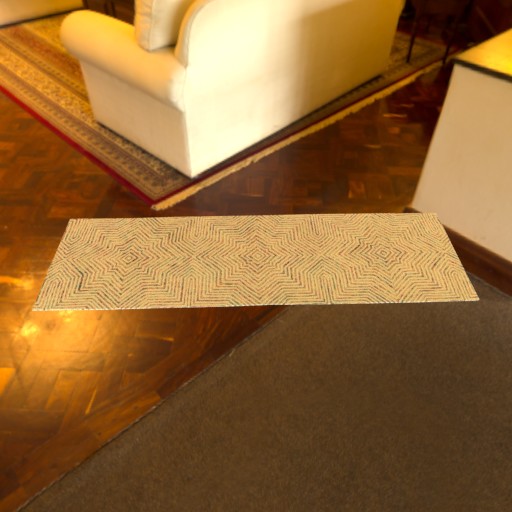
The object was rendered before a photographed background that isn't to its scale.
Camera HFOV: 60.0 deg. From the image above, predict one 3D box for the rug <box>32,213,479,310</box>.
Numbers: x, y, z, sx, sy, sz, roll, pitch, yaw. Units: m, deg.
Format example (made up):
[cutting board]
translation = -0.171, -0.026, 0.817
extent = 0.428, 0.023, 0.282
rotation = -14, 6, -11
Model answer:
[rug]
translation = 0.000, 0.000, 2.687
extent = 2.443, 0.009, 0.771
rotation = -1, 45, -1
